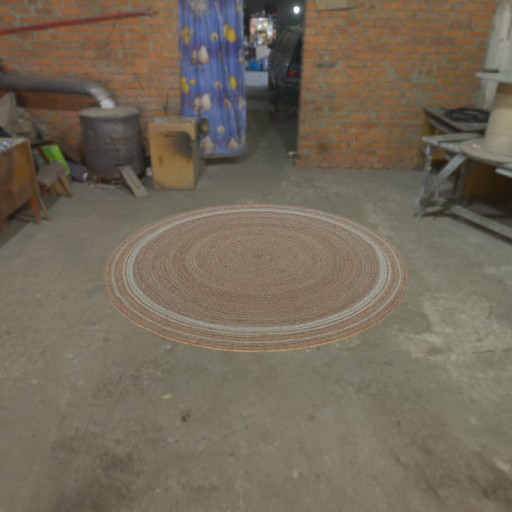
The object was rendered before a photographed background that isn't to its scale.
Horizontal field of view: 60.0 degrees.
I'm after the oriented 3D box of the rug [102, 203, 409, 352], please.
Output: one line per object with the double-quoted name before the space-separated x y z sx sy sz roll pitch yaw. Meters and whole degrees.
"rug" 0.000 0.000 3.696 2.444 0.015 2.444 0 27 0
